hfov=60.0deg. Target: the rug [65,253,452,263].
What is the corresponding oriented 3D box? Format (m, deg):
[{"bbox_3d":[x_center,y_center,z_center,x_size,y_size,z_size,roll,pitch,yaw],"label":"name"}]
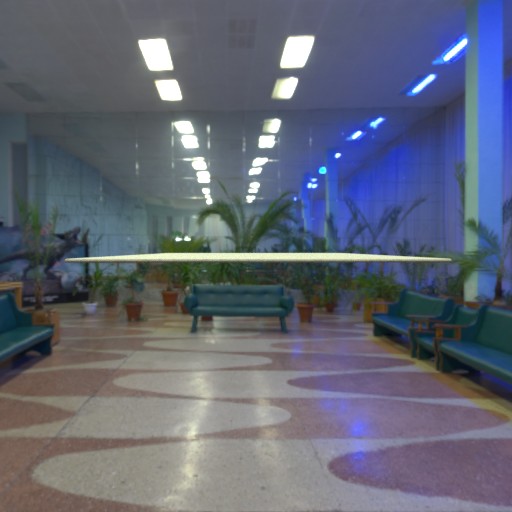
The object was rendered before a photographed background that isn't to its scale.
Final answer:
[{"bbox_3d":[0.000,0.000,2.810,1.526,0.015,2.132,0,1,-1],"label":"rug"}]
